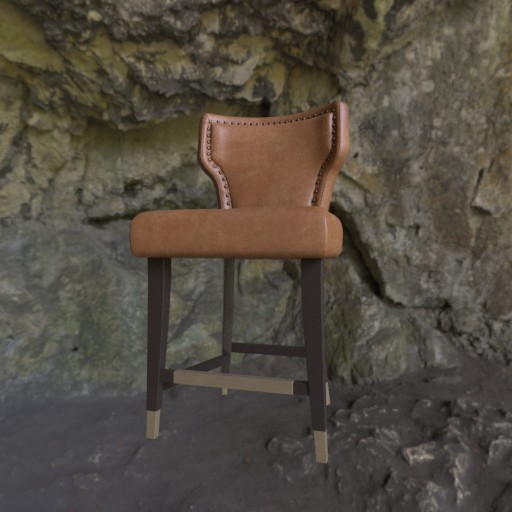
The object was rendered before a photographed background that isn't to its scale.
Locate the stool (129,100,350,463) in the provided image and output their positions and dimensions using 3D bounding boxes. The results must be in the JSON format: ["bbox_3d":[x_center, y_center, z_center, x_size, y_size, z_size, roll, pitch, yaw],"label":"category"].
[{"bbox_3d":[0.000,0.000,1.323,0.526,0.982,0.563,0,0,17],"label":"stool"}]
